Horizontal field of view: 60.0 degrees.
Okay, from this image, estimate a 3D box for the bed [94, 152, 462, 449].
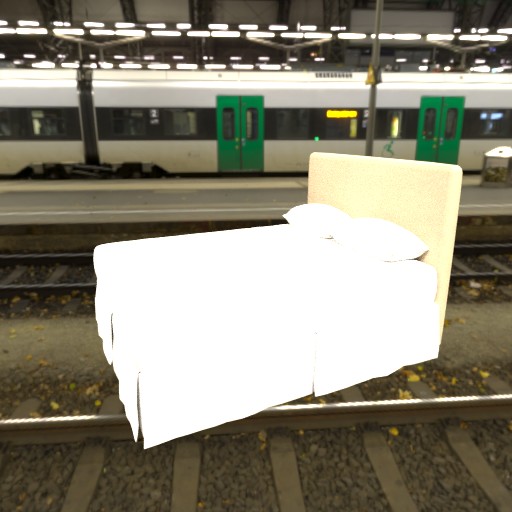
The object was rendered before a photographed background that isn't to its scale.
[{"bbox_3d":[0.000,0.000,3.173,2.142,1.330,1.723,-8,18,-25],"label":"bed"}]
